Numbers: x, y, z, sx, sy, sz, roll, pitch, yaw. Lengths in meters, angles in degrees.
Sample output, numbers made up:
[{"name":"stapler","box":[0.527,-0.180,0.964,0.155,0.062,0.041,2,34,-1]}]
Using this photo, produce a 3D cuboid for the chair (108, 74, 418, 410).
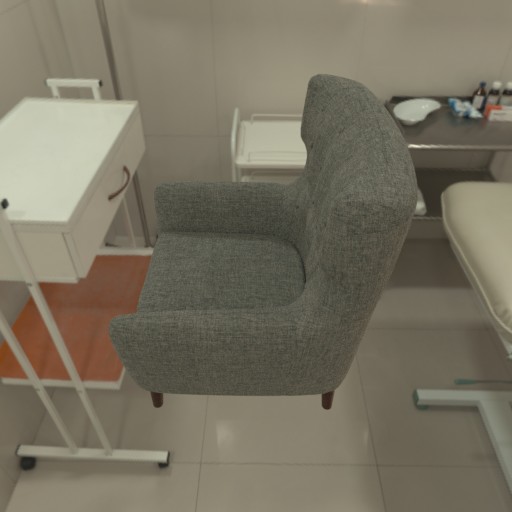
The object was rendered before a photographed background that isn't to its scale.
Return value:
[{"name":"chair","box":[0.000,0.000,1.659,0.904,1.063,0.878,0,41,1]}]
